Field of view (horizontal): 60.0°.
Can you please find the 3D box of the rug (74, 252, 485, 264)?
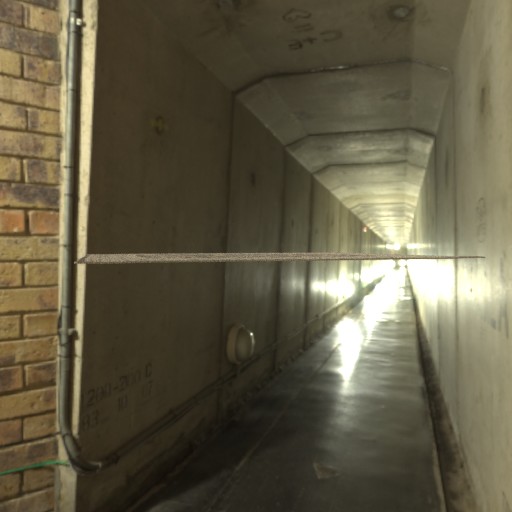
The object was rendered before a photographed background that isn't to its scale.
[{"bbox_3d":[0.000,0.000,4.198,3.069,0.026,2.451,0,1,-19],"label":"rug"}]
